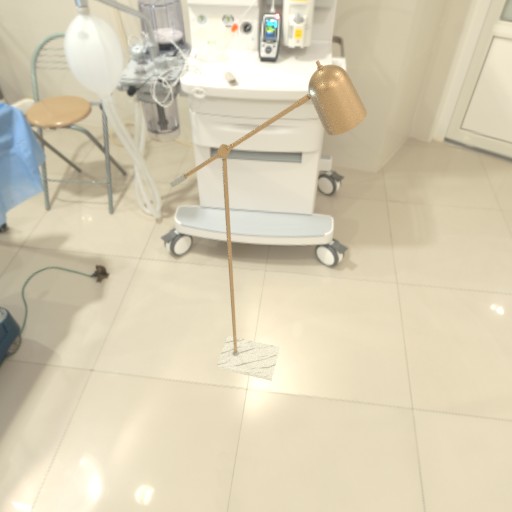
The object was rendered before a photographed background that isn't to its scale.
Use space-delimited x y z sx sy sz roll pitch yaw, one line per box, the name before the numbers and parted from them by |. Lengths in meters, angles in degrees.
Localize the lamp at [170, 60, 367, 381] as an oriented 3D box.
lamp | 0.000 0.000 1.795 0.653 1.594 0.194 10 47 10
